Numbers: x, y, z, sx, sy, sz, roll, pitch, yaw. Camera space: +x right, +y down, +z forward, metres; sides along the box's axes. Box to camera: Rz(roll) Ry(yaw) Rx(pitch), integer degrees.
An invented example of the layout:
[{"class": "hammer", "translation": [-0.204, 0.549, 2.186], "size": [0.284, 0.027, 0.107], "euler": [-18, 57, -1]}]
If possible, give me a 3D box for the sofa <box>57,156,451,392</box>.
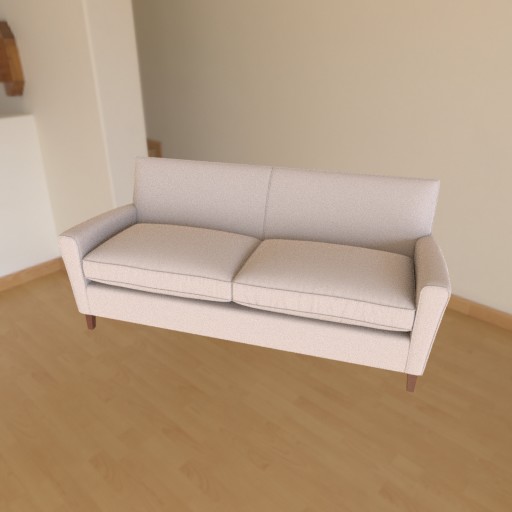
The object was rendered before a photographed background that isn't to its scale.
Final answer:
[{"class": "sofa", "translation": [0.000, 0.000, 2.554], "size": [2.000, 0.846, 0.875], "euler": [7, 27, 15]}]
